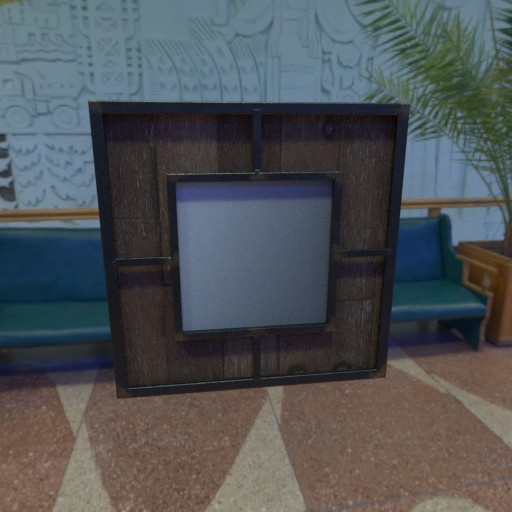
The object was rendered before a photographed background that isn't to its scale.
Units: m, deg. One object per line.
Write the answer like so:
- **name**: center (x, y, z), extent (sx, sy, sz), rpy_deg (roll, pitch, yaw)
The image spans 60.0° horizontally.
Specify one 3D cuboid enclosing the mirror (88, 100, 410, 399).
- **mirror**: center (0.000, 0.000, 0.579), extent (0.382, 0.381, 0.020), rpy_deg (-2, 16, -8)
